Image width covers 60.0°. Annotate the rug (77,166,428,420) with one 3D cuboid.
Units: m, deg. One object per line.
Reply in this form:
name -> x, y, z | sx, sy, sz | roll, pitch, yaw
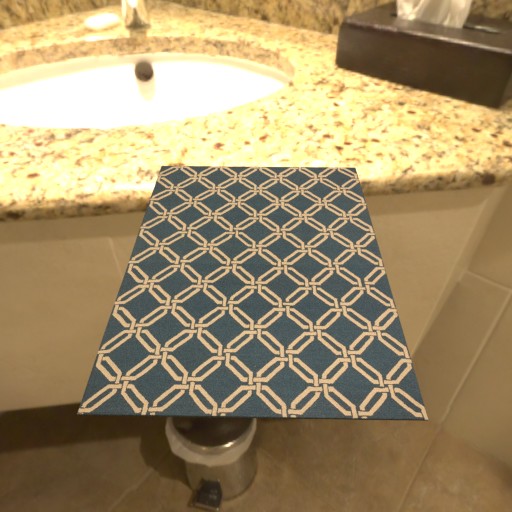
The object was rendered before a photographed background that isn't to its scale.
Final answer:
rug -> 0.000, 0.000, 4.301 | 2.432, 0.018, 3.342 | 1, 42, 1
